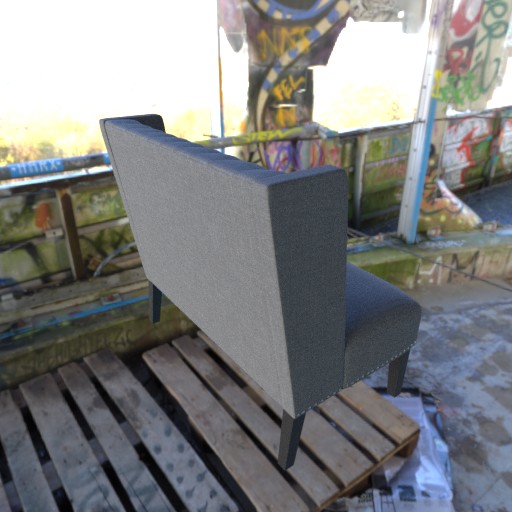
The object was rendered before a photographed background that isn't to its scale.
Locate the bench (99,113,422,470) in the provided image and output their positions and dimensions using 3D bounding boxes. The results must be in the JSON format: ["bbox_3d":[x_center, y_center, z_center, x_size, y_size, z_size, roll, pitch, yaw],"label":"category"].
[{"bbox_3d":[0.000,0.000,2.003,0.842,1.121,1.276,-18,31,-32],"label":"bench"}]
